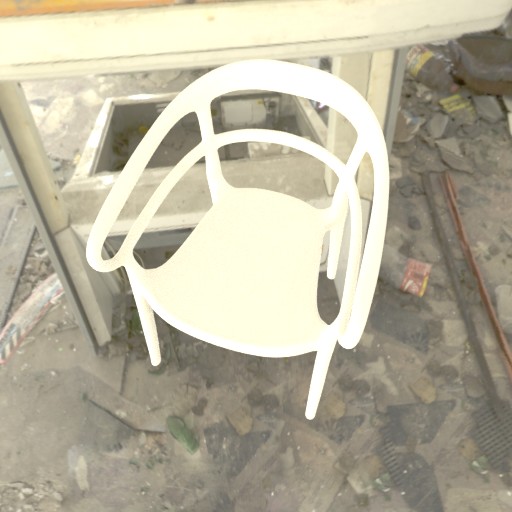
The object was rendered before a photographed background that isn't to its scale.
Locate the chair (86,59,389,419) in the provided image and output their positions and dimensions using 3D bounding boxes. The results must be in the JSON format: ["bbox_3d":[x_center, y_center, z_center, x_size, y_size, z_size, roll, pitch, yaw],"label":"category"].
[{"bbox_3d":[0.000,0.000,1.139,0.559,0.761,0.527,16,58,10],"label":"chair"}]
